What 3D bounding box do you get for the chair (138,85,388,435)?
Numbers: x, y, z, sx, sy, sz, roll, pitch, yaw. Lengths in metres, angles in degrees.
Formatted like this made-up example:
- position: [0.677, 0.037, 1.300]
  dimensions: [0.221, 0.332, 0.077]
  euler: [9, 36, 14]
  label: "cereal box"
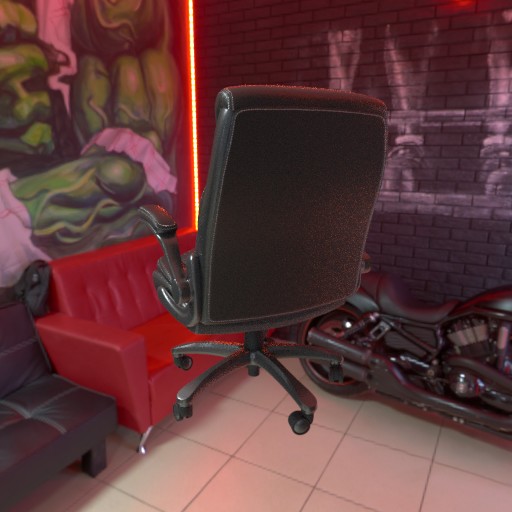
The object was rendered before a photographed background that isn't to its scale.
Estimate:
- position: [0.000, 0.000, 1.638]
  dimensions: [0.782, 1.110, 0.724]
  euler: [-7, 15, -28]
  label: "chair"
